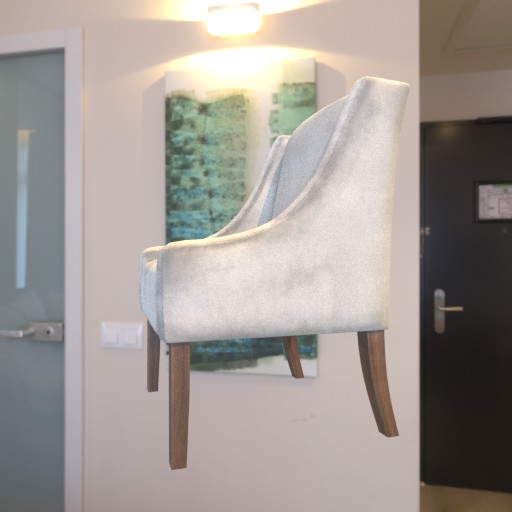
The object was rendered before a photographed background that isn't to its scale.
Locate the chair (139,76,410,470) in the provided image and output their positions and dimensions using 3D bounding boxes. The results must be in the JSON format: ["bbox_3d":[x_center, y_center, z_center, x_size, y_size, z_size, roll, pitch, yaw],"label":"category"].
[{"bbox_3d":[0.000,0.000,1.301,0.629,0.895,0.629,0,0,-18],"label":"chair"}]
